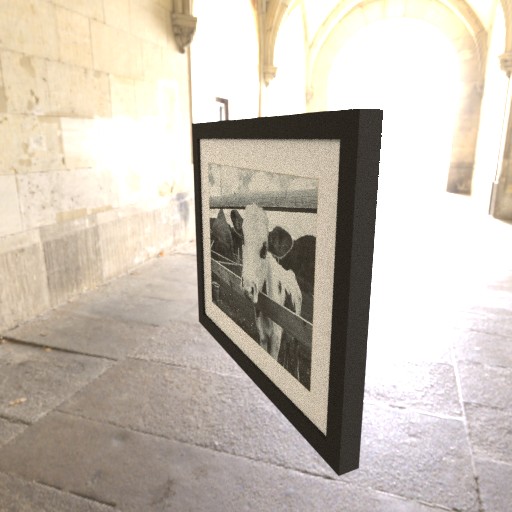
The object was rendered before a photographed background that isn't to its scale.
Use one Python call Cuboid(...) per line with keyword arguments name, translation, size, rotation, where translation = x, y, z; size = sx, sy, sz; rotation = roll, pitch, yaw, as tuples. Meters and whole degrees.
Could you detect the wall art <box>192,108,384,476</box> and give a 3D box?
Cuboid(name="wall art", translation=(0.000, 0.000, 0.554), size=(0.024, 0.329, 0.404), rotation=(-7, 16, -25))
